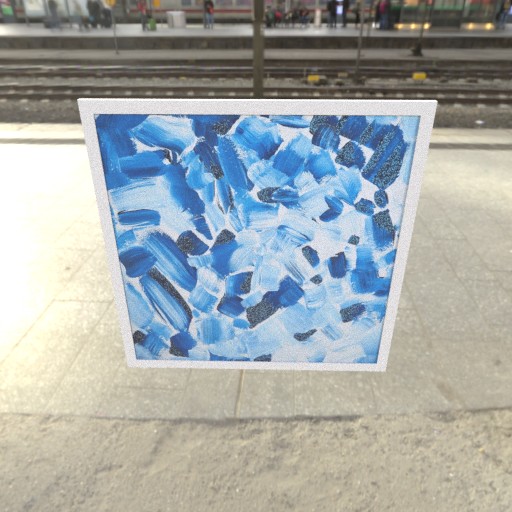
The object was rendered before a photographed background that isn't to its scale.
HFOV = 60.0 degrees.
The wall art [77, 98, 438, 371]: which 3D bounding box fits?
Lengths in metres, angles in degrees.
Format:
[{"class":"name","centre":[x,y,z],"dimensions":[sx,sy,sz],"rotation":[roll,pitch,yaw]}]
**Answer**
[{"class":"wall art","centre":[0.000,0.000,1.205],"dimensions":[0.812,0.812,0.015],"rotation":[1,29,1]}]
